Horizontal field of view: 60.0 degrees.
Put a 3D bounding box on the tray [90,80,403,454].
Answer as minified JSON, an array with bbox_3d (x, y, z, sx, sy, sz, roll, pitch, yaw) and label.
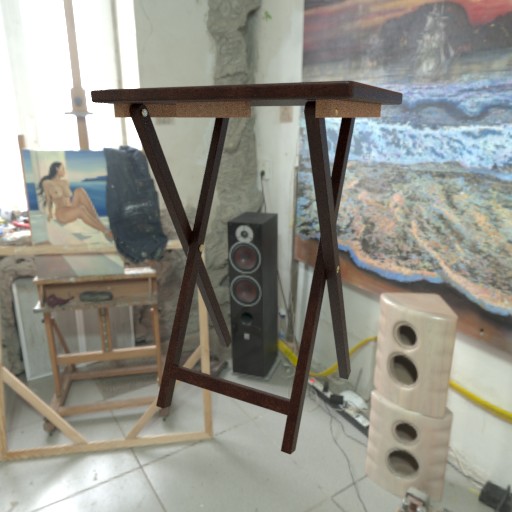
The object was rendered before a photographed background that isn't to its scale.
[{"bbox_3d":[0.000,0.000,0.948,0.483,0.660,0.381,9,19,26],"label":"tray"}]
